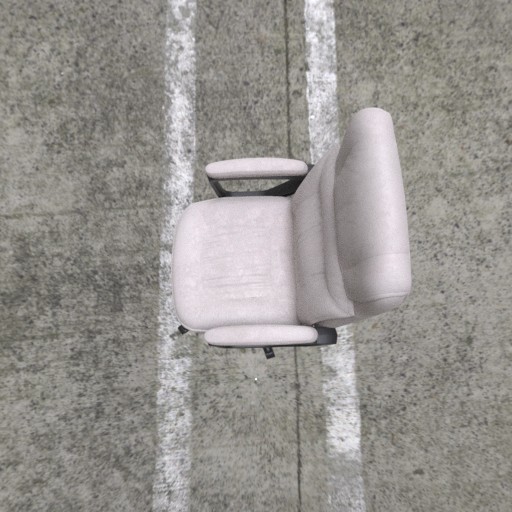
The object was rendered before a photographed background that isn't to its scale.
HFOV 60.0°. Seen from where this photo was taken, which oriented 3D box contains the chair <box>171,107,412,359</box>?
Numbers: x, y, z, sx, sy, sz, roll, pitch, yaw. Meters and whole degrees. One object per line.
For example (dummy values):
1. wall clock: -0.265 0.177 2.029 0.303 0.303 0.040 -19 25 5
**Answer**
1. chair: 0.000 0.000 1.556 0.724 1.105 0.667 -1 74 0
